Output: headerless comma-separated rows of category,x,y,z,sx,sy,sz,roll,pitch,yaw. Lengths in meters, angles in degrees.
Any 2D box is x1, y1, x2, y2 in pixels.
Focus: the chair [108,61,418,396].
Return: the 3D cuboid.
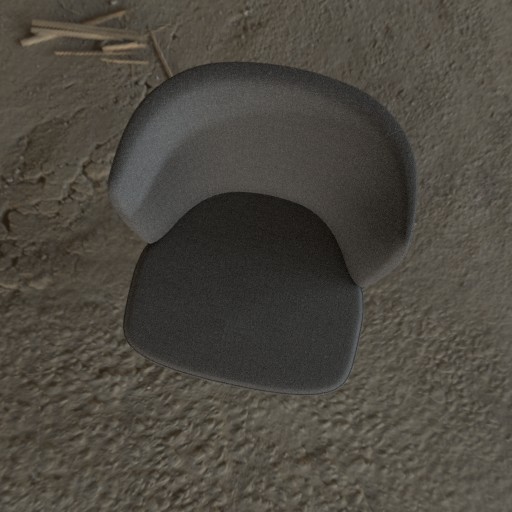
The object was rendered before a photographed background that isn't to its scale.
chair,0.000,0.000,1.219,0.639,0.695,0.698,12,76,3
